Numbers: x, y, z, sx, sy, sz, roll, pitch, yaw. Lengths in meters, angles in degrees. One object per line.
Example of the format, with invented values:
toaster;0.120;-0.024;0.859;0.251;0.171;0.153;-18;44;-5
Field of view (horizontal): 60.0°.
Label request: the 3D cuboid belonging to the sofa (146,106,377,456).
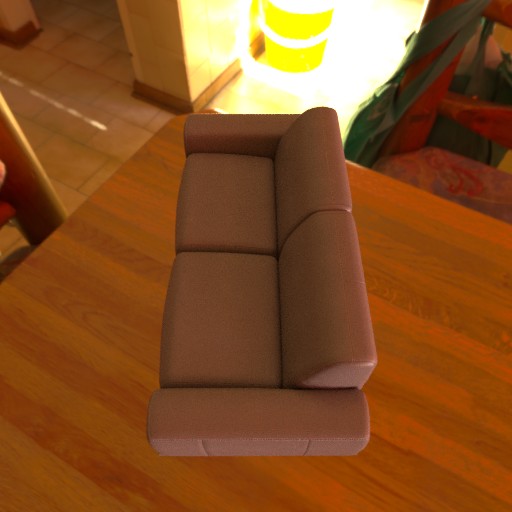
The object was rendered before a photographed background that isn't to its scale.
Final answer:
sofa;0.000;0.000;2.318;0.900;0.772;1.901;0;56;0
